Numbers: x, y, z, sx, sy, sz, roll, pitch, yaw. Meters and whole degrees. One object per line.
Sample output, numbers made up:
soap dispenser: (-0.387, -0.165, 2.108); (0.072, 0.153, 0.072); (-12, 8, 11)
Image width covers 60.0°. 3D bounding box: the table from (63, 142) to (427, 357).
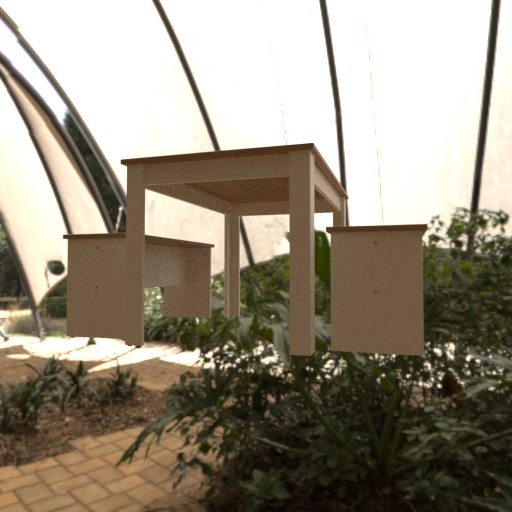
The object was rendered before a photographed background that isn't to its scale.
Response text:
table: (0.000, 0.000, 2.067); (1.443, 0.700, 1.100); (-1, -2, 18)
